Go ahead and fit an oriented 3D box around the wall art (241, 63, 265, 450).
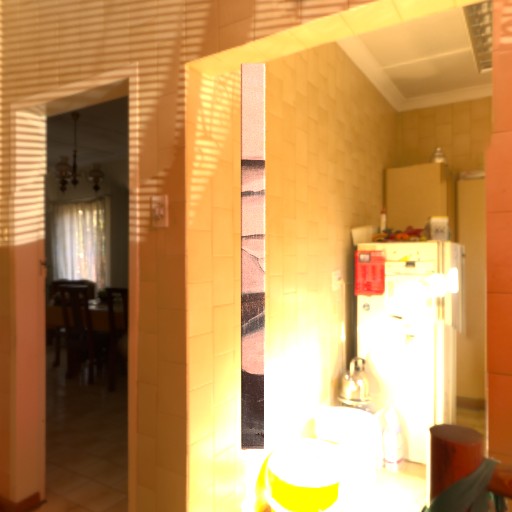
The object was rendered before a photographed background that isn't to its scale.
[{"bbox_3d":[0.000,0.000,1.152,0.039,0.609,0.914,0,0,1],"label":"wall art"}]
